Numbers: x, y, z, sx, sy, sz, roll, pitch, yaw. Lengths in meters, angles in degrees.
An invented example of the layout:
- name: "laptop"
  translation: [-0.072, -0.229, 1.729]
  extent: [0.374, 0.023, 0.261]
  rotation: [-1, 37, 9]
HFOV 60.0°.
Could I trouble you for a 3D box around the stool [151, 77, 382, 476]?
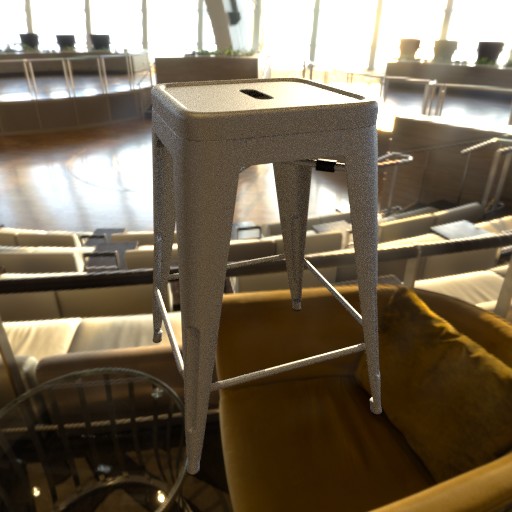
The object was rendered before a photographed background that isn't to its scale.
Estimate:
- name: "stool"
  translation: [0.000, 0.000, 0.865]
  extent: [0.406, 0.610, 0.406]
  rotation: [-10, 30, -18]
